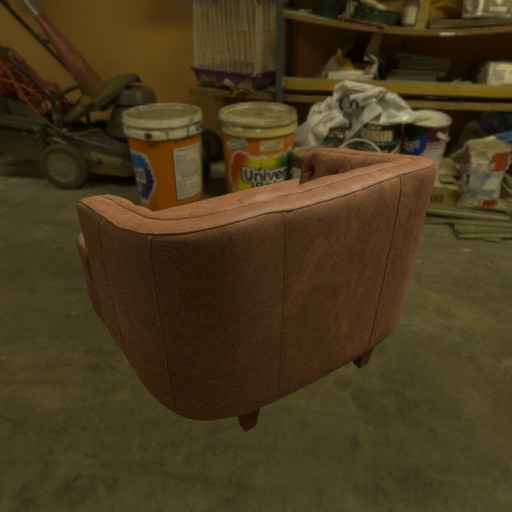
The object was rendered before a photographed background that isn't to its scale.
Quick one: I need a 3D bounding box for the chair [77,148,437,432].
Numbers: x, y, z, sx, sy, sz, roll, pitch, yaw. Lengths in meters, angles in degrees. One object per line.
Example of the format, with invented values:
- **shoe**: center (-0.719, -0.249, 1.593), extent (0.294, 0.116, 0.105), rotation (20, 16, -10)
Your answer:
- **chair**: center (0.000, 0.000, 1.683), extent (1.119, 0.836, 0.911), rotation (-18, 35, -29)
